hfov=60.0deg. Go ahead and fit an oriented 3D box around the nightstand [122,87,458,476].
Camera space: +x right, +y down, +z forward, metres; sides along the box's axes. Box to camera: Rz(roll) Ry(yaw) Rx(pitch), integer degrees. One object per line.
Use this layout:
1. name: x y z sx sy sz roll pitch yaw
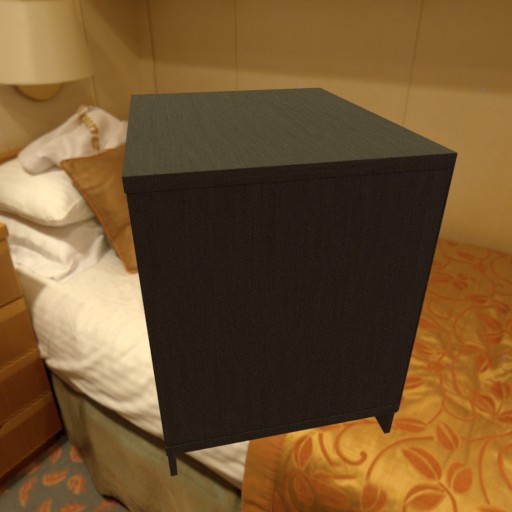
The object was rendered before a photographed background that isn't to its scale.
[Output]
1. nightstand: 0.000 0.000 0.729 0.347 0.448 0.427 -6 30 -11
